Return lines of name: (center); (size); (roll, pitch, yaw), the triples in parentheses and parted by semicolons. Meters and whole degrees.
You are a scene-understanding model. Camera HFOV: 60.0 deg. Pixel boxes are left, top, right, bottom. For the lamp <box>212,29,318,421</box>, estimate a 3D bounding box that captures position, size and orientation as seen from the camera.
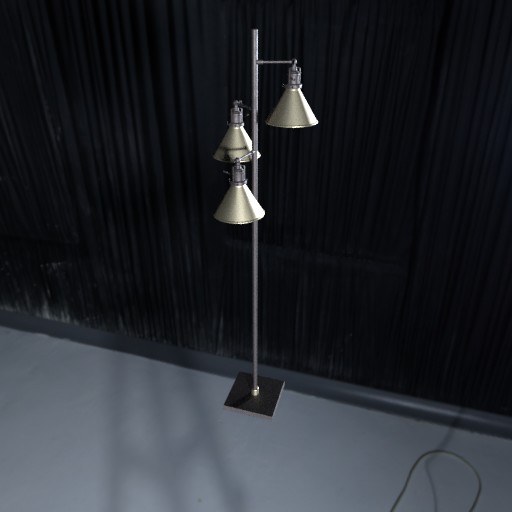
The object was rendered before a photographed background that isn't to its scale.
lamp: (0.000, 0.000, 1.882); (0.428, 1.716, 0.415); (8, 30, 14)
